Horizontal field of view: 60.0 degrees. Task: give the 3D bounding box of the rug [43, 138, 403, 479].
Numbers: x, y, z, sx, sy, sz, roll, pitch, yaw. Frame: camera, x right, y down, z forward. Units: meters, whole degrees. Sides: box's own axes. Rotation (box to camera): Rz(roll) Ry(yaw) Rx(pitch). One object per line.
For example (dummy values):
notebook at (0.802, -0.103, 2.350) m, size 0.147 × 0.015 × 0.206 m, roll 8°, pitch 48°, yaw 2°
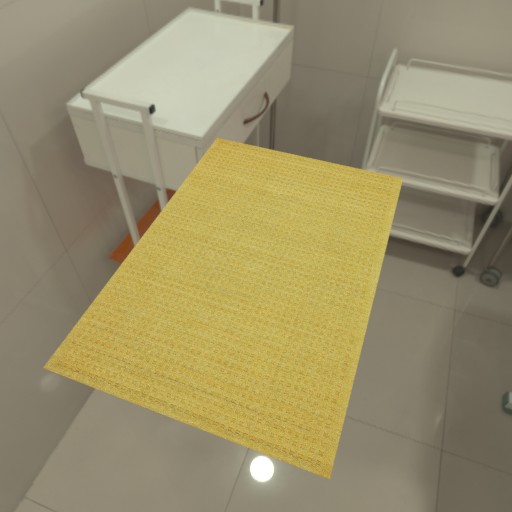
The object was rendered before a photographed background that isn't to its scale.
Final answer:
rug at (0.000, 0.000, 3.659) m, size 1.981 × 0.006 × 2.895 m, roll 16°, pitch 50°, yaw 13°
